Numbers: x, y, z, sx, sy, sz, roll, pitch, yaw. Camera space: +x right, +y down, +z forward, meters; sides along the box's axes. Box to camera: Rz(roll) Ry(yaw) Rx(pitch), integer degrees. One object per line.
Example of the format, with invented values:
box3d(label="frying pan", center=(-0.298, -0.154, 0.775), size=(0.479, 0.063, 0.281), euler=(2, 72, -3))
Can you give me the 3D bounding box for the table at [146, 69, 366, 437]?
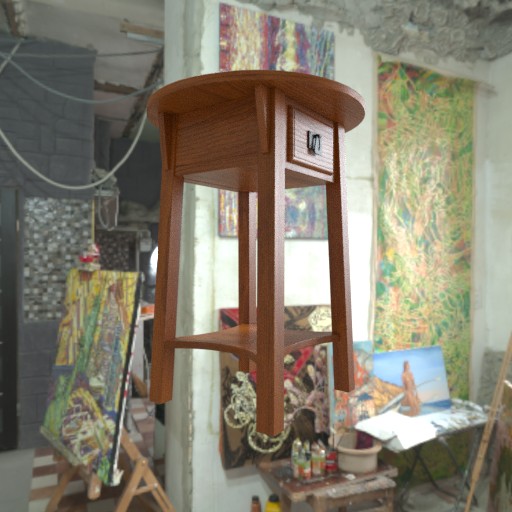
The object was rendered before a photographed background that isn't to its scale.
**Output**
box3d(label="table", center=(0.000, 0.000, 0.952), size=(0.457, 0.610, 0.457), euler=(0, 0, 0))
